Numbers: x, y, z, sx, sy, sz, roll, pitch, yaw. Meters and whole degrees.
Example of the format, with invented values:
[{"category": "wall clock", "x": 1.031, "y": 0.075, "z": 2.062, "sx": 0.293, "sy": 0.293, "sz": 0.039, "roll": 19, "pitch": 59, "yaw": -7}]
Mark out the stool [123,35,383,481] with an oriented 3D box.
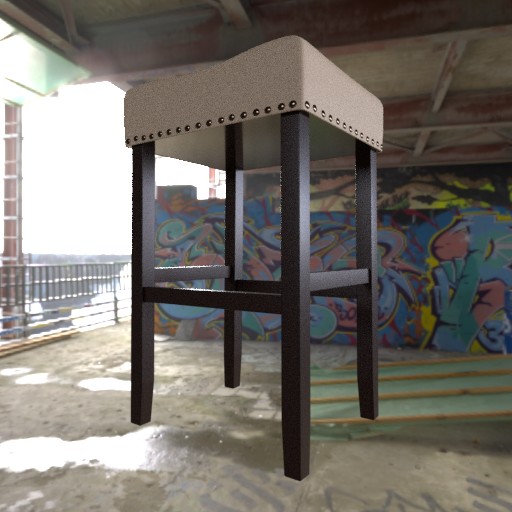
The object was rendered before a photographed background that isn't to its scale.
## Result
[{"category": "stool", "x": 0.000, "y": 0.000, "z": 1.030, "sx": 0.471, "sy": 0.762, "sz": 0.401, "roll": 0, "pitch": 0, "yaw": 35}]
